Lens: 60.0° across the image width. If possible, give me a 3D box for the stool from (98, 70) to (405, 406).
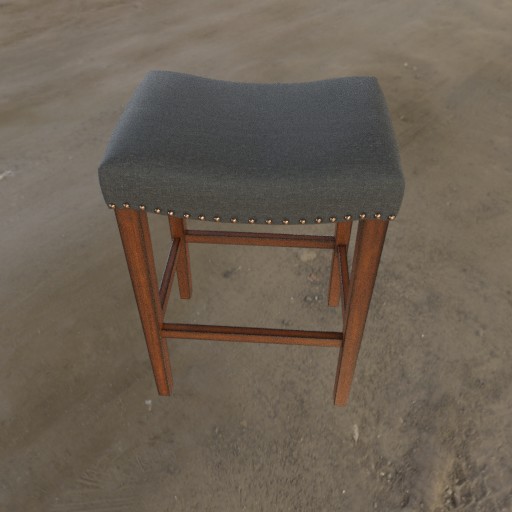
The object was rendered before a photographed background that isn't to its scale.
[{"bbox_3d":[0.000,0.000,1.038,0.502,0.748,0.366,3,47,2],"label":"stool"}]
